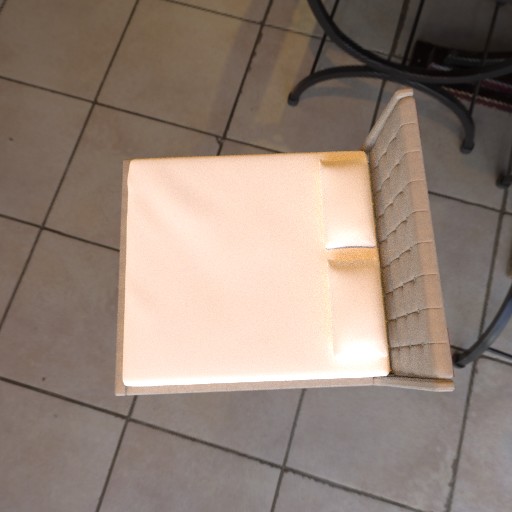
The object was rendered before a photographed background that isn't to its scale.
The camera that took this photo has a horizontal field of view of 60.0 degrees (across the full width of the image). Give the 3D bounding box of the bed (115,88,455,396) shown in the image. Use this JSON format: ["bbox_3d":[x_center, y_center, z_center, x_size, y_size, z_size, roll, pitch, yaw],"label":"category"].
[{"bbox_3d":[0.000,0.000,3.487,2.342,1.289,2.062,-2,76,-1],"label":"bed"}]
